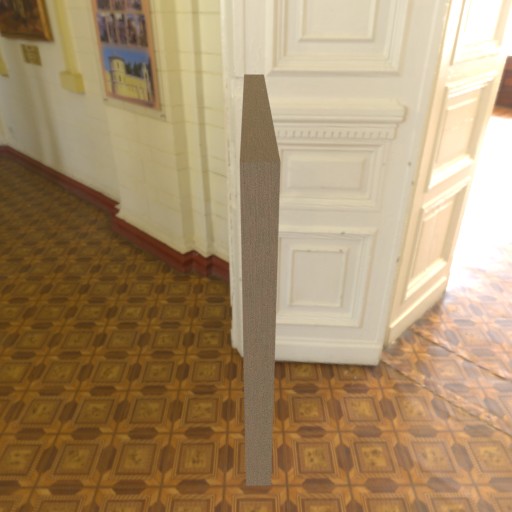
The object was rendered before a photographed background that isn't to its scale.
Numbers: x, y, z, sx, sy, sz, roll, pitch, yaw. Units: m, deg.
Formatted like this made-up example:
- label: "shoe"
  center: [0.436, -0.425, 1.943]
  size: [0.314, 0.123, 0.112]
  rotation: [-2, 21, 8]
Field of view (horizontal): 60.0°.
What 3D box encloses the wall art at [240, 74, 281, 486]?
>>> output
- label: "wall art"
  center: [0.000, 0.000, 0.760]
  size: [0.038, 0.506, 0.508]
  rotation: [0, 31, -1]
